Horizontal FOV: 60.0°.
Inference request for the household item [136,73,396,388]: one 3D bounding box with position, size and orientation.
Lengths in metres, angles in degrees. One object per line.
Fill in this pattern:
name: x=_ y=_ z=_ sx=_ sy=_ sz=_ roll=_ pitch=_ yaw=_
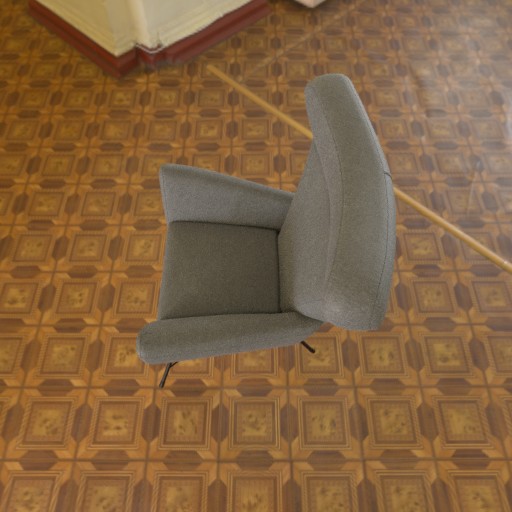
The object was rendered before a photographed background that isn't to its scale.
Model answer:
household item: x=0.000 y=0.000 z=1.792 sx=0.900 sy=1.050 sz=0.980 roll=0 pitch=58 yaw=0
